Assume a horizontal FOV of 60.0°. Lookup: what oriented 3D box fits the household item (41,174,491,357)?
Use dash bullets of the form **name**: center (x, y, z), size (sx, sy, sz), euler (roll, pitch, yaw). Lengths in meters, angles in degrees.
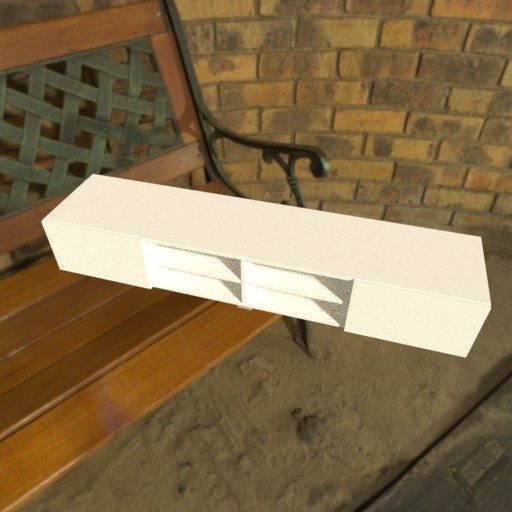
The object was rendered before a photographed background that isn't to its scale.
- **household item**: center (0.000, 0.000, 2.010), size (1.850, 0.310, 0.420), euler (11, 42, 12)
